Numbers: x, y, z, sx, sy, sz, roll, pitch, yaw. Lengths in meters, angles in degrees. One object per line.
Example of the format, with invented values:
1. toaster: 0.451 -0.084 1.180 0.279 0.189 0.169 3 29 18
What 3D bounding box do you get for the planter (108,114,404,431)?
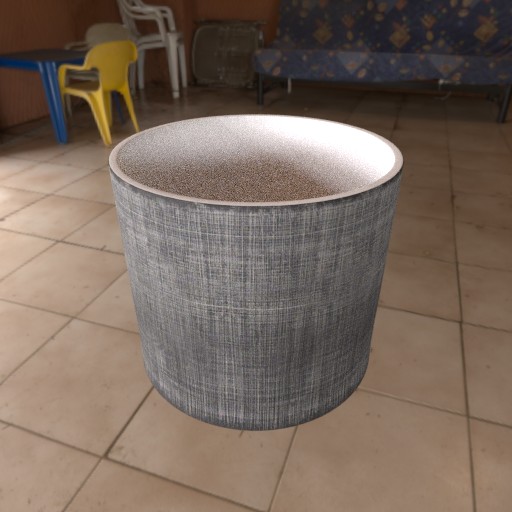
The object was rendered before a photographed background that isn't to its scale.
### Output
1. planter: 0.000 0.000 0.317 0.178 0.157 0.178 0 31 0
